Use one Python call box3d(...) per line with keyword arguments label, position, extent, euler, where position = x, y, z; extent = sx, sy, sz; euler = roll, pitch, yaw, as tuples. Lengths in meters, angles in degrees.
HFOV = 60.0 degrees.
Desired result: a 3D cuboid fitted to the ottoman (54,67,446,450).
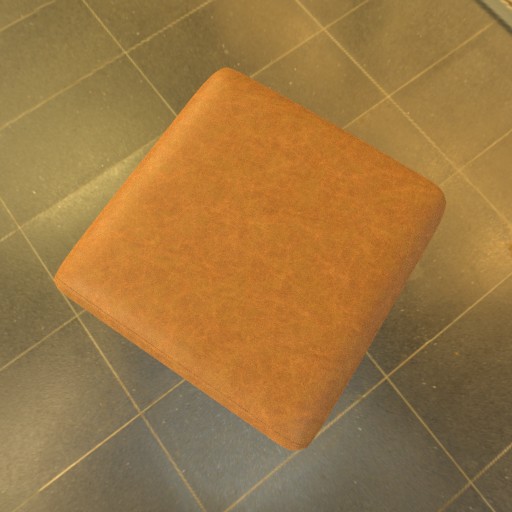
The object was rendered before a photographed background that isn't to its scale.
box3d(label="ottoman", position=(0.000, 0.000, 1.105), extent=(0.650, 0.399, 0.650), euler=(32, 78, 8))
